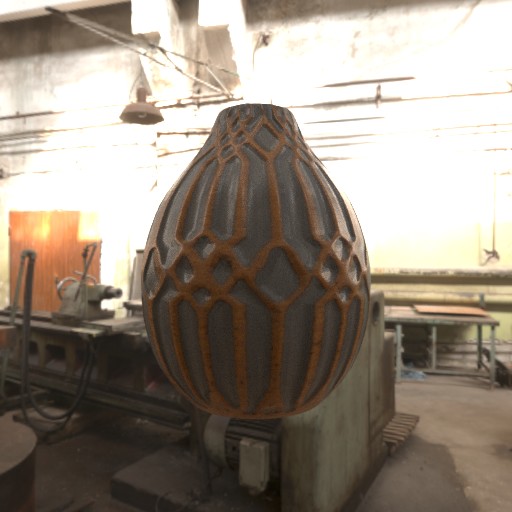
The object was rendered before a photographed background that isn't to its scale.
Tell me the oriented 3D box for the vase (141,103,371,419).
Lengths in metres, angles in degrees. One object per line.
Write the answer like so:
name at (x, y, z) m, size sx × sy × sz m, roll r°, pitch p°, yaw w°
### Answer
vase at (0.000, 0.000, 0.138) m, size 0.069 × 0.088 × 0.069 m, roll 0°, pitch 0°, yaw 0°
